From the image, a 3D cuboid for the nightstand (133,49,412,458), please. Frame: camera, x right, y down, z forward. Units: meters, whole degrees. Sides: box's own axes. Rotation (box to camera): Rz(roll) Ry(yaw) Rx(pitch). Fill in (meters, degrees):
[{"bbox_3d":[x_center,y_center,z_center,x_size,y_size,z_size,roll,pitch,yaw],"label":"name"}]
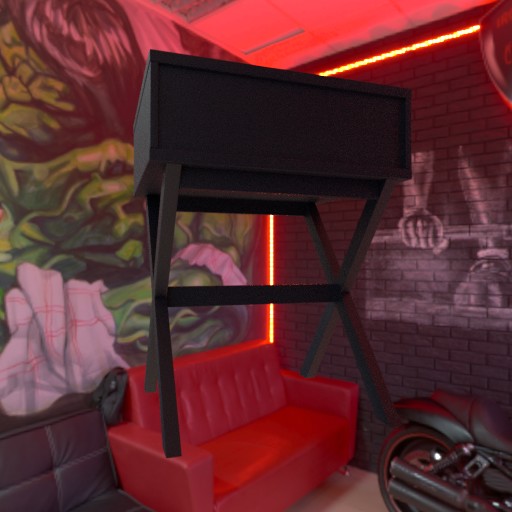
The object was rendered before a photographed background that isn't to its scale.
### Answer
[{"bbox_3d":[0.000,0.000,0.936,0.479,0.623,0.402,0,-1,-19],"label":"nightstand"}]
